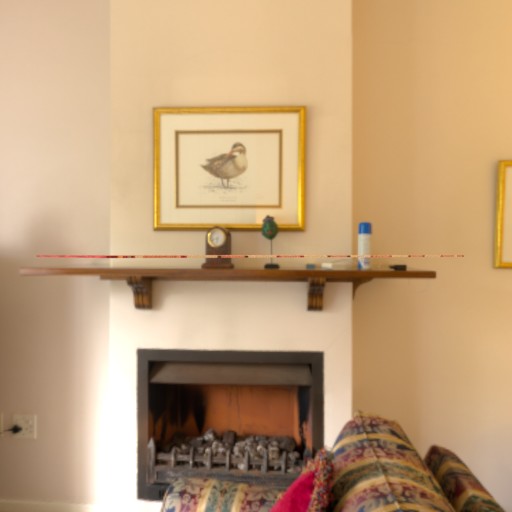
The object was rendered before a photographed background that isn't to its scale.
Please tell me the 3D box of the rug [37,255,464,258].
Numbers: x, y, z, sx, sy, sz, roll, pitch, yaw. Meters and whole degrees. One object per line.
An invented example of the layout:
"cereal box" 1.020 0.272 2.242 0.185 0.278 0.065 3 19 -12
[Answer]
"rug" 0.000 0.000 2.965 2.431 0.010 1.535 0 0 -35
